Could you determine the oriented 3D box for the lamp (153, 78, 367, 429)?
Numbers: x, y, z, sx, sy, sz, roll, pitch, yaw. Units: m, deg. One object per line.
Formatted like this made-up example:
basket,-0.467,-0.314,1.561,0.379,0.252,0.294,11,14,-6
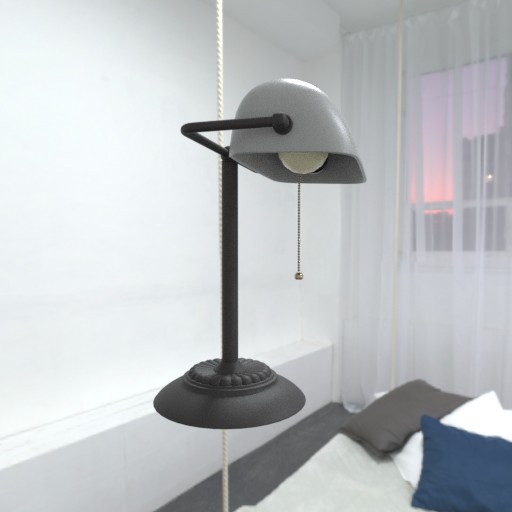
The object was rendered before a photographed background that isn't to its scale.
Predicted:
lamp,0.000,0.000,0.514,0.243,0.339,0.264,1,2,16
